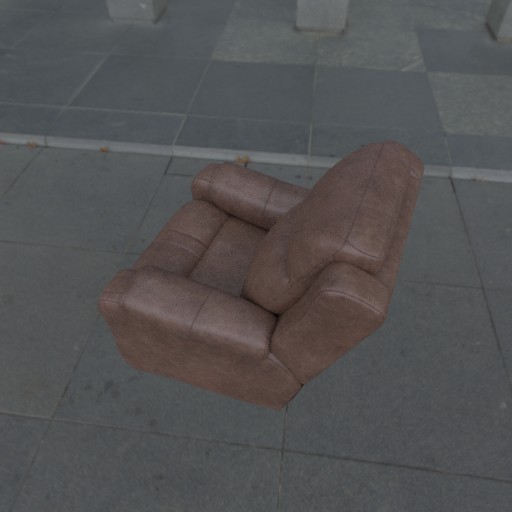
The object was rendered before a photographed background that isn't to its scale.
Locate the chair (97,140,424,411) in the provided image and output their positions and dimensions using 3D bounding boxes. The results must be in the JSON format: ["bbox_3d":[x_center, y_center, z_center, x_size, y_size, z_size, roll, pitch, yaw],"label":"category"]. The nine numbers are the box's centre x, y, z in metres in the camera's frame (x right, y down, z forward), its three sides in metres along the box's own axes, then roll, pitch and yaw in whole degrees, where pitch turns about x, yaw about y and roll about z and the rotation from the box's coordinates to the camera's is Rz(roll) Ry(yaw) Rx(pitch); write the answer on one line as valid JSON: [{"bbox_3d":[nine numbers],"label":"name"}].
[{"bbox_3d":[0.000,0.000,1.821,1.067,0.990,0.940,17,50,15],"label":"chair"}]
